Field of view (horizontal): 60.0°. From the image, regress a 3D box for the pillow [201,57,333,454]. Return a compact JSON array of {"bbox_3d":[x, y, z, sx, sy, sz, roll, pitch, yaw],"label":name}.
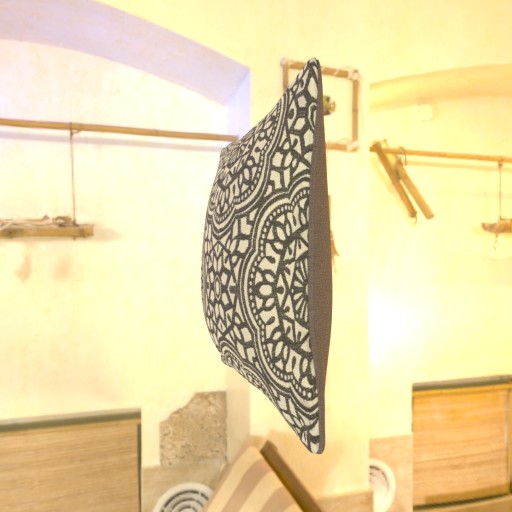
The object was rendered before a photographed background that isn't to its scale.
[{"bbox_3d":[0.000,0.000,0.662,0.148,0.417,0.436,0,0,-17],"label":"pillow"}]
